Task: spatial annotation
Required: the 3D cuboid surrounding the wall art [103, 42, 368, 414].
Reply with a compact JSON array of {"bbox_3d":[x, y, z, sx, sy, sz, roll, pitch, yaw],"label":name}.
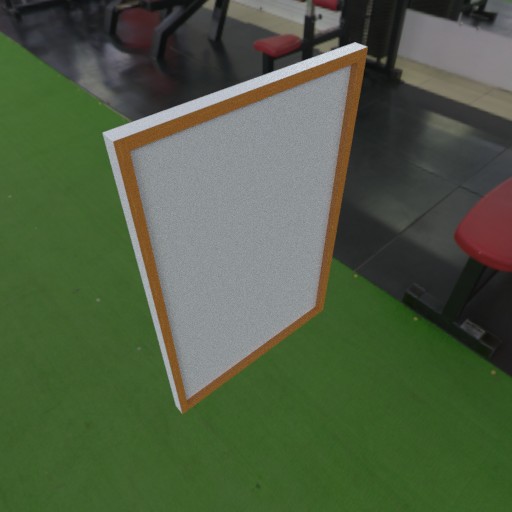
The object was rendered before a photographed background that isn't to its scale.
[{"bbox_3d":[0.000,0.000,1.155,0.610,0.916,0.037,-31,52,-27],"label":"wall art"}]
